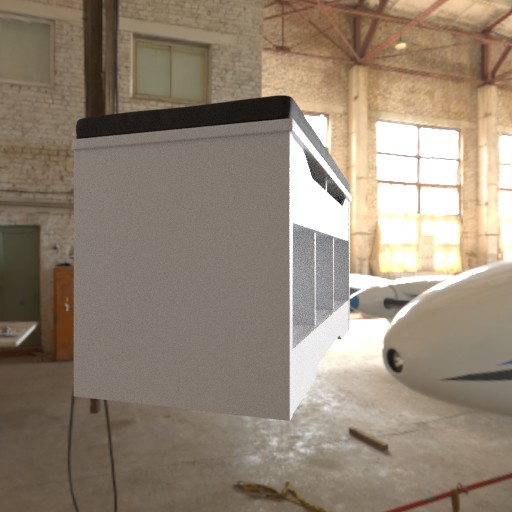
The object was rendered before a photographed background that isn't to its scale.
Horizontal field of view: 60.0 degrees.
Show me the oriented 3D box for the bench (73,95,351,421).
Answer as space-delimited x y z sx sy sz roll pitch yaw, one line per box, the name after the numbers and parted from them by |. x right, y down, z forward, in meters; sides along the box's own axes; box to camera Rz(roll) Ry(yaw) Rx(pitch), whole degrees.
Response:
0.000 0.000 1.152 0.401 0.500 0.899 0 0 18 | bench
